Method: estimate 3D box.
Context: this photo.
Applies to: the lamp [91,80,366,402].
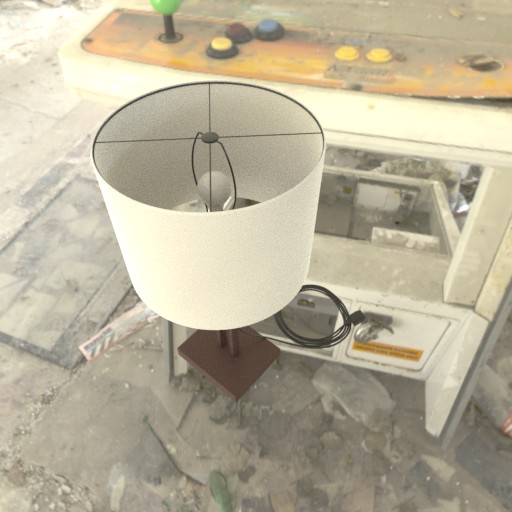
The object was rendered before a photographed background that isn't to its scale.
[{"bbox_3d":[0.000,0.000,0.962,0.396,0.668,0.525,32,56,26],"label":"lamp"}]
